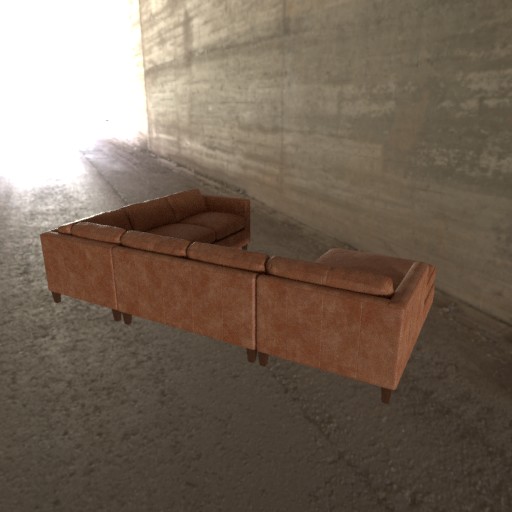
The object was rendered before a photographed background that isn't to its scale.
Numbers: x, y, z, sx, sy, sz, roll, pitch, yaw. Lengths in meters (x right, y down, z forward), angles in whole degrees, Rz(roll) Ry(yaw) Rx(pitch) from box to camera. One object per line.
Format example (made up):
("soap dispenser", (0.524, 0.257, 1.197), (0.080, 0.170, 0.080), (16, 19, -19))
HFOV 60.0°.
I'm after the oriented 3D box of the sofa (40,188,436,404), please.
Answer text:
("sofa", (0.000, 0.000, 4.545), (3.401, 0.832, 2.430), (10, 21, 27))
